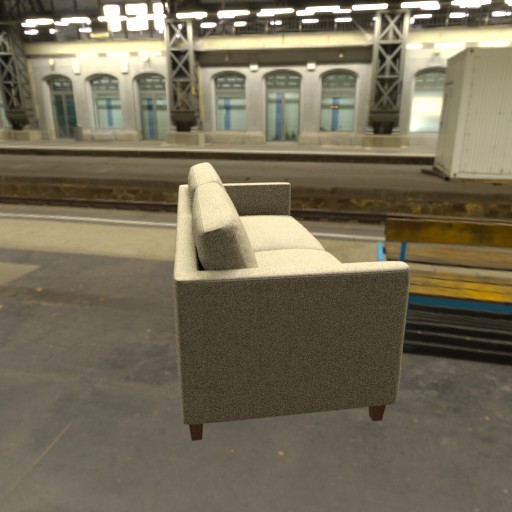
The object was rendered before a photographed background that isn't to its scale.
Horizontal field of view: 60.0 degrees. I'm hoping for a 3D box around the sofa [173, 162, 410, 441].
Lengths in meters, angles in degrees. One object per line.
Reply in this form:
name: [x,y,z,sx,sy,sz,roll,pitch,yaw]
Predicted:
sofa: [0.000,0.000,2.759,0.956,0.960,2.208,-3,18,-8]
